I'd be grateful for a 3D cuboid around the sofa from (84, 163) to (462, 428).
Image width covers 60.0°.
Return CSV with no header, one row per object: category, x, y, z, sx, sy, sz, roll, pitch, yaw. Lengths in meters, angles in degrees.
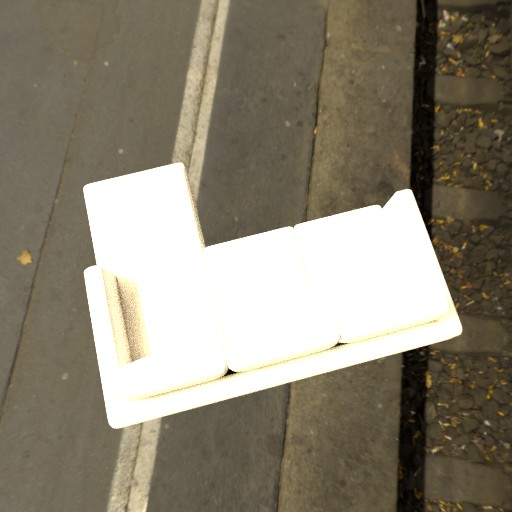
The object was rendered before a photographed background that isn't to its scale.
sofa,0.000,0.000,2.828,2.029,0.899,1.580,-14,77,-3
